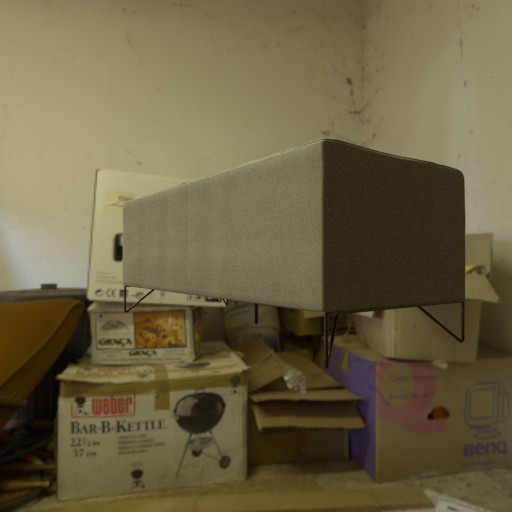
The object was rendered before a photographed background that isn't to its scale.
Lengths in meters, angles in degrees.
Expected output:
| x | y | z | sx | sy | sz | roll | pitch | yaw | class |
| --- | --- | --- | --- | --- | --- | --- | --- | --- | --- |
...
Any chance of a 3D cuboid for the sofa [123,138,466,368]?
| x | y | z | sx | sy | sz | roll | pitch | yaw | class |
| --- | --- | --- | --- | --- | --- | --- | --- | --- | --- |
| 0.000 | 0.000 | 2.597 | 0.912 | 0.798 | 2.079 | 0 | -1 | -35 | sofa |
